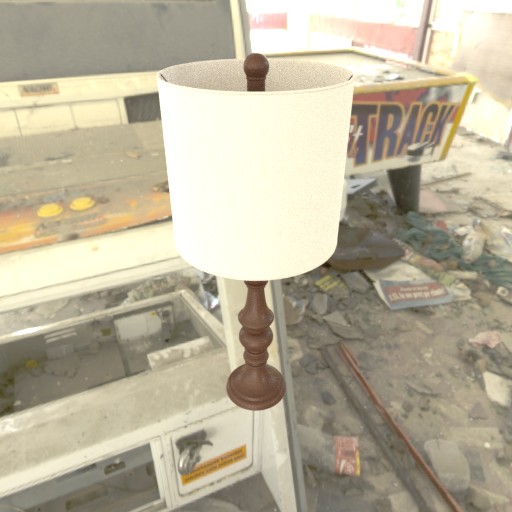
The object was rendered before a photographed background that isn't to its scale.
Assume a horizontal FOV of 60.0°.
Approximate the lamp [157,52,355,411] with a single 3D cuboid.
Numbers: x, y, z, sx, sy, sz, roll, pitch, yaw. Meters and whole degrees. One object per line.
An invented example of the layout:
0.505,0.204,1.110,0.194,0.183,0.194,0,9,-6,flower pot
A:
0.000,0.000,0.711,0.250,0.597,0.250,1,31,2,lamp
